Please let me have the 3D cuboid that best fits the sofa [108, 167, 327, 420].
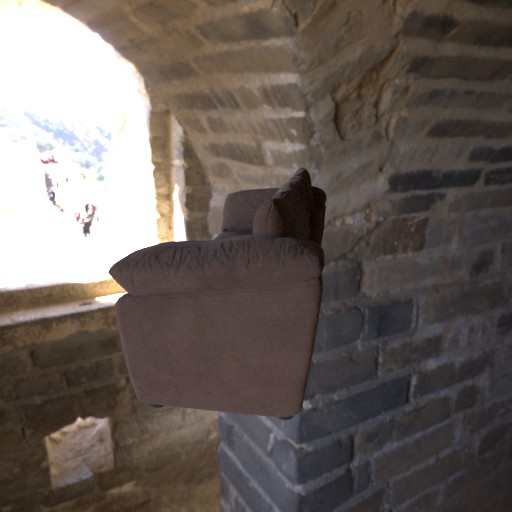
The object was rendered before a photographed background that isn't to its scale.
[{"bbox_3d":[0.000,0.000,2.880,0.878,1.015,2.336,2,15,9],"label":"sofa"}]
